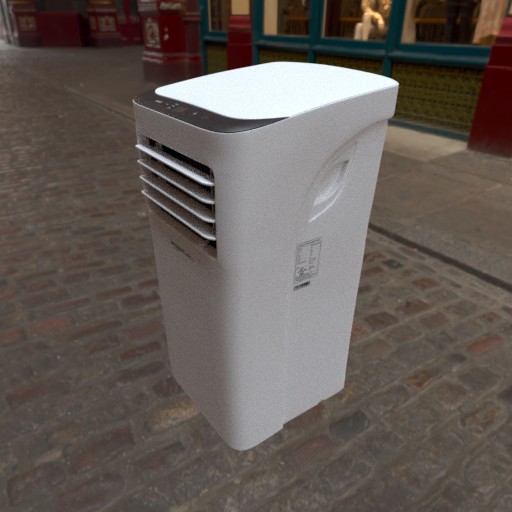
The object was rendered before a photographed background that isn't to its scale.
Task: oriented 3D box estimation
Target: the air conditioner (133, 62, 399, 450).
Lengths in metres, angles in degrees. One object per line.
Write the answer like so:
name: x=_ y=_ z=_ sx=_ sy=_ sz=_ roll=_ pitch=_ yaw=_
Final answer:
air conditioner: x=0.000 y=0.000 z=0.927 sx=0.369 sy=0.716 sz=0.352 roll=-20 pitch=35 yaw=-31
